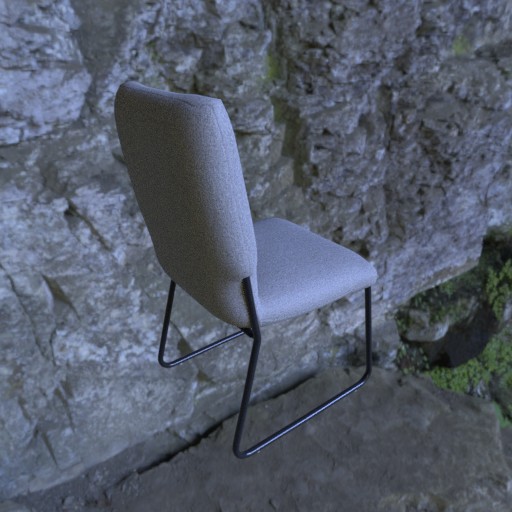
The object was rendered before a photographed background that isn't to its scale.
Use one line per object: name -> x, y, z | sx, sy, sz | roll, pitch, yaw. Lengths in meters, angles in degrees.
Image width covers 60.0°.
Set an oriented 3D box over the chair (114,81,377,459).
chair -> 0.000, 0.000, 1.169 | 0.560, 0.864, 0.448 | -19, 32, -32
